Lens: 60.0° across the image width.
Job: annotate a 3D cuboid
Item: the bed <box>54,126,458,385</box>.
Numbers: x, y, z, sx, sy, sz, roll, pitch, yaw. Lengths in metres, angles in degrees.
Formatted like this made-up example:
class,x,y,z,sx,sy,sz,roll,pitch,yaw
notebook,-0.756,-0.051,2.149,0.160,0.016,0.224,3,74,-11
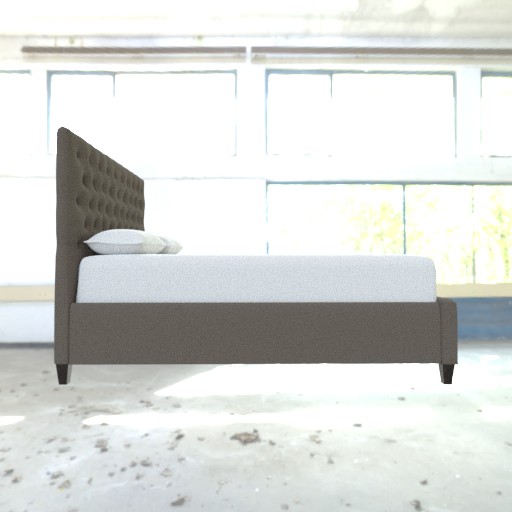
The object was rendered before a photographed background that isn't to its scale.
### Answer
class,x,y,z,sx,sy,sz,roll,pitch,yaw
bed,0.000,0.000,3.265,2.233,1.426,1.696,0,0,0
